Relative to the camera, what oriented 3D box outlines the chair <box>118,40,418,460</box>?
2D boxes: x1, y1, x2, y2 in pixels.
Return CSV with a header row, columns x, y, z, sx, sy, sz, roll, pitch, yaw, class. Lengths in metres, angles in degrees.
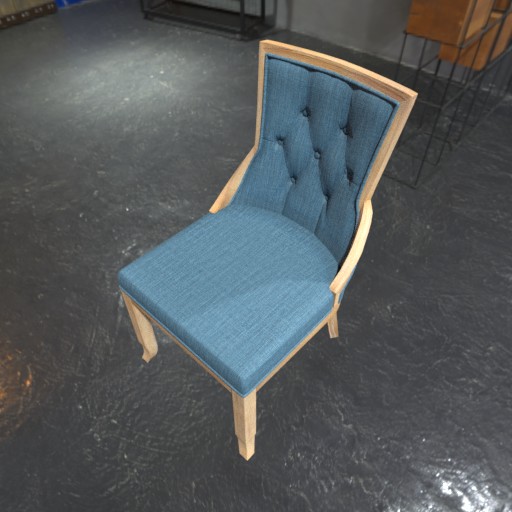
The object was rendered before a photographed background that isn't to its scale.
x,y,z,sx,sy,sz,roll,pitch,yaw,class
0.000,0.000,1.294,0.524,0.947,0.641,34,55,28,chair
